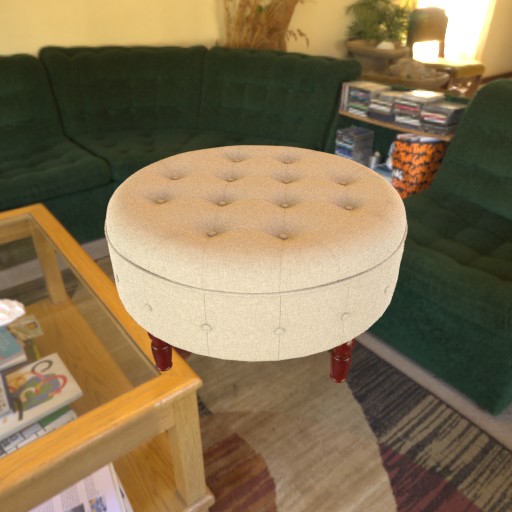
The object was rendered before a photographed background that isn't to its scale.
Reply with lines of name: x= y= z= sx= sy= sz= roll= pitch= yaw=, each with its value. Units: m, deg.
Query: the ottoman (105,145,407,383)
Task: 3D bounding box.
ottoman: x=0.000 y=0.000 z=1.379 sx=0.849 sy=0.478 sz=0.849 roll=0 pitch=32 yaw=0
